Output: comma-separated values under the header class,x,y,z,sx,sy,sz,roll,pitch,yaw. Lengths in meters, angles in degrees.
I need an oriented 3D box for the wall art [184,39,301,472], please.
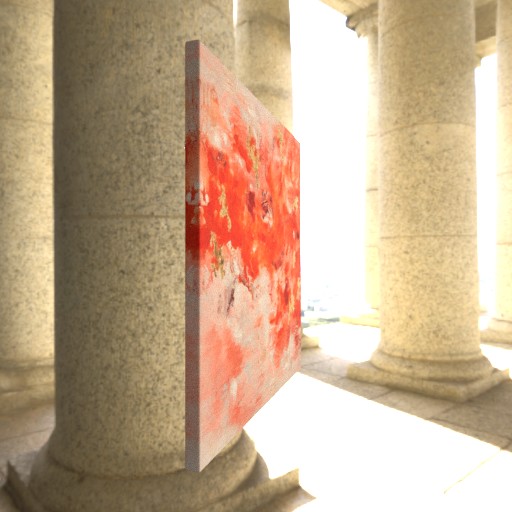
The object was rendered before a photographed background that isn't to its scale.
class,x,y,z,sx,sy,sz,roll,pitch,yaw
wall art,0.000,0.000,1.319,0.066,0.878,0.878,0,0,19
